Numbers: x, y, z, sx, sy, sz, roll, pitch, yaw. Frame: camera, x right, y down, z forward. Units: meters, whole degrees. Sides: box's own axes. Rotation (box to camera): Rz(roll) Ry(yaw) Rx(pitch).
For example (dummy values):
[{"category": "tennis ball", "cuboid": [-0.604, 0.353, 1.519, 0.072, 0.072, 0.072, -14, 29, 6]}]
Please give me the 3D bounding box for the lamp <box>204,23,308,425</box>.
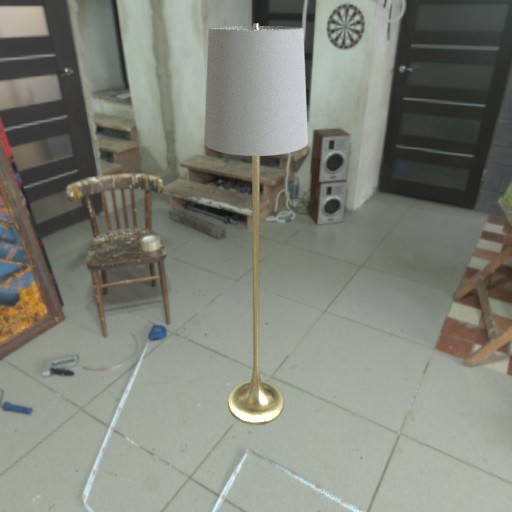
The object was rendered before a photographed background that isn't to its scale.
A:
[{"category": "lamp", "cuboid": [0.000, 0.000, 1.661, 0.337, 1.543, 0.337, 0, 29, 0]}]
